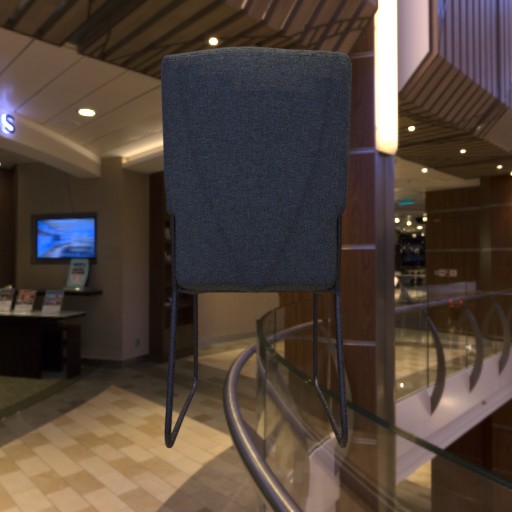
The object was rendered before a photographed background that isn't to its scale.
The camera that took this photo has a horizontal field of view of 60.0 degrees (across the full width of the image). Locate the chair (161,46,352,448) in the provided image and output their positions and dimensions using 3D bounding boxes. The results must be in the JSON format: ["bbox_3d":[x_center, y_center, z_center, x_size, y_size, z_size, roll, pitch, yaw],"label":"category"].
[{"bbox_3d":[0.000,0.000,1.275,0.480,0.931,0.635,0,-1,0],"label":"chair"}]
